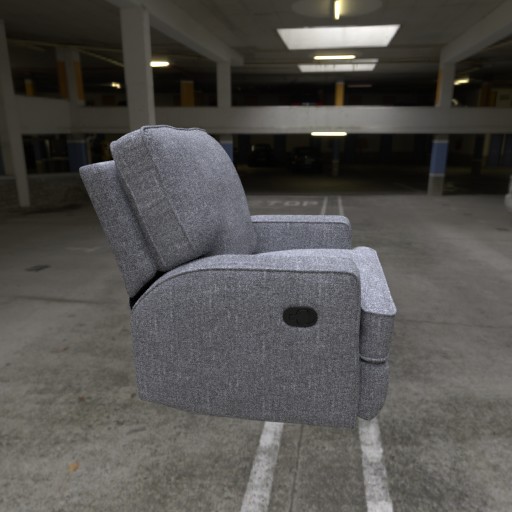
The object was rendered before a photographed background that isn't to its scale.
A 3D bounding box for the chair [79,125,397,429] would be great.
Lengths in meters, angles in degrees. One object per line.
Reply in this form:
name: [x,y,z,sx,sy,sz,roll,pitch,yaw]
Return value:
chair: [0.000,0.000,1.701,0.964,0.962,0.861,3,16,9]
